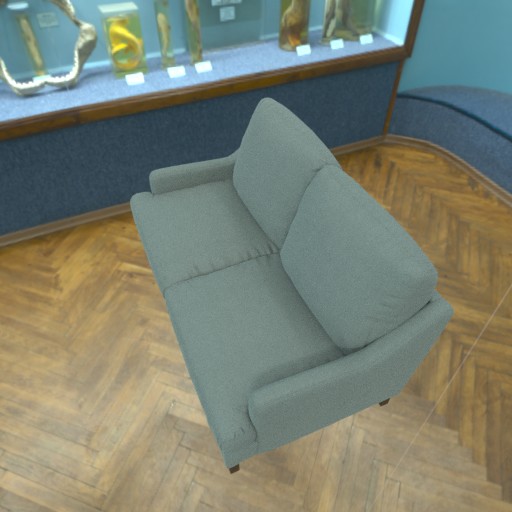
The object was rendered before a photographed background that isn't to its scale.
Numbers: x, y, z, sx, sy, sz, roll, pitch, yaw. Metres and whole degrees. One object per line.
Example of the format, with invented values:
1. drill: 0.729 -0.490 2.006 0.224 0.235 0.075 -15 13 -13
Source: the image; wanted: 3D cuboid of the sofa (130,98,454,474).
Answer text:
1. sofa: 0.000 0.000 2.202 0.987 0.921 1.589 -17 48 -16
